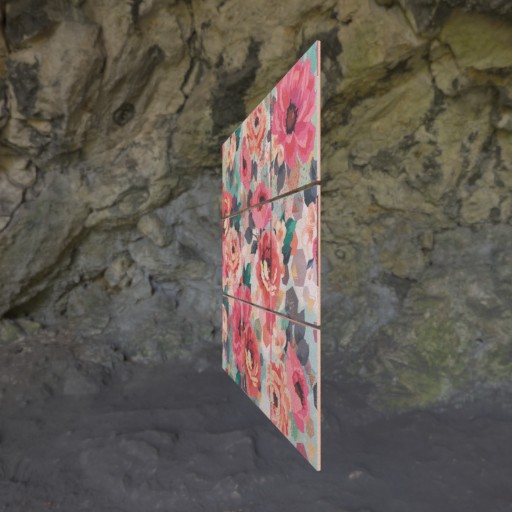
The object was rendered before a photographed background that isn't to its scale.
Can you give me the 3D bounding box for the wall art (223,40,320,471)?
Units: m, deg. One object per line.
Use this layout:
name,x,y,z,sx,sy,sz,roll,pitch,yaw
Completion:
wall art,0.000,0.000,2.292,0.013,1.519,1.521,0,0,-17
